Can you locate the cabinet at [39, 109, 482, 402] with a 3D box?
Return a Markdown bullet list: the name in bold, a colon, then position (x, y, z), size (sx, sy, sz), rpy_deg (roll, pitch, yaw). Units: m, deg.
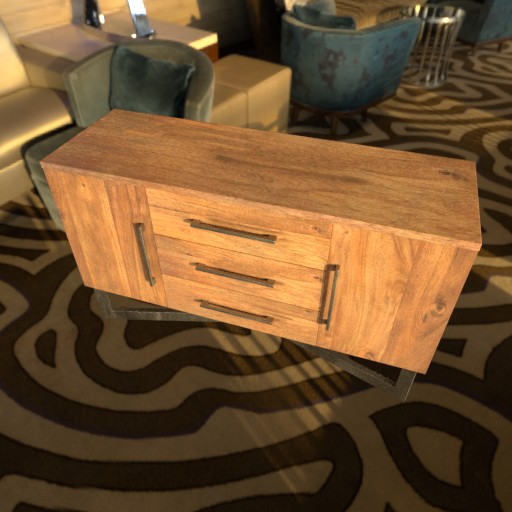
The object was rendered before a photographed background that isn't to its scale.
- **cabinet**: position (0.000, 0.000, 1.729), size (1.373, 0.812, 0.480), rpy_deg (12, 42, 14)
